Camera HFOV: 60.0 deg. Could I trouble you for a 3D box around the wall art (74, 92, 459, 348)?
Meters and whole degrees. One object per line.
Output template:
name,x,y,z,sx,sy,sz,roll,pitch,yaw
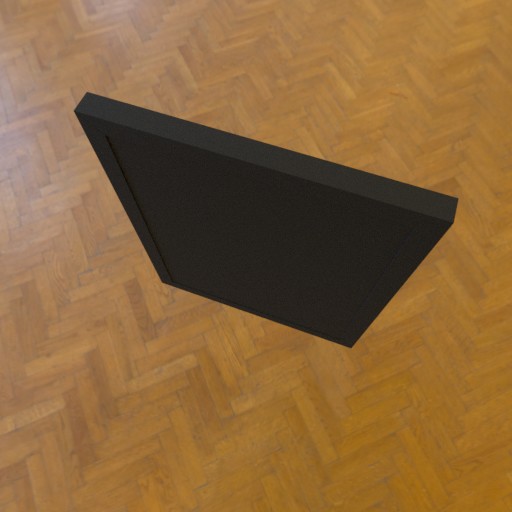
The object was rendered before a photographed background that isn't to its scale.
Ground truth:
wall art,0.000,0.000,0.761,0.457,0.559,0.033,18,66,8
